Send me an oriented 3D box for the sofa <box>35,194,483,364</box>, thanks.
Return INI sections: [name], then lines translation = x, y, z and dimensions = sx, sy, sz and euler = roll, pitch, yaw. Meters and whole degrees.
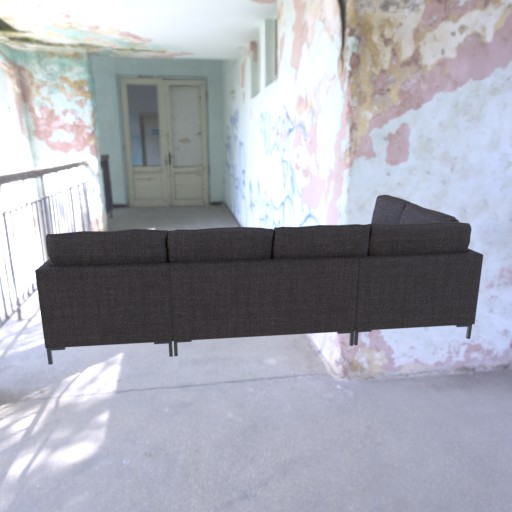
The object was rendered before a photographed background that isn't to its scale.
[sofa]
translation = 0.000, 0.000, 4.303
dimensions = 3.423, 0.999, 2.048
euler = -2, 15, -7
